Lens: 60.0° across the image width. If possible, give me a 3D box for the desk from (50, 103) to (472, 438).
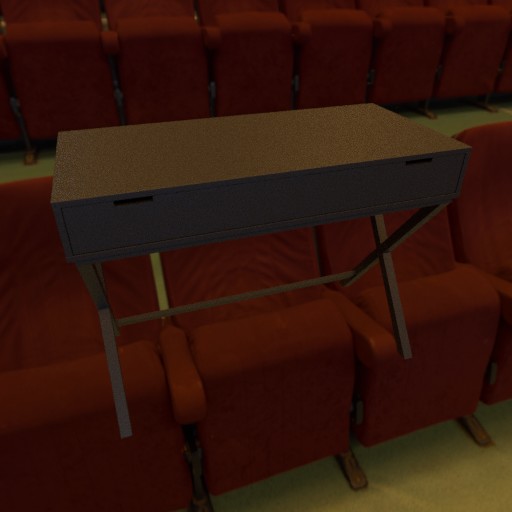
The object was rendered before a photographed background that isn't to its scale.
[{"bbox_3d":[0.000,0.000,1.457,1.057,0.780,0.504,-10,34,-16],"label":"desk"}]
